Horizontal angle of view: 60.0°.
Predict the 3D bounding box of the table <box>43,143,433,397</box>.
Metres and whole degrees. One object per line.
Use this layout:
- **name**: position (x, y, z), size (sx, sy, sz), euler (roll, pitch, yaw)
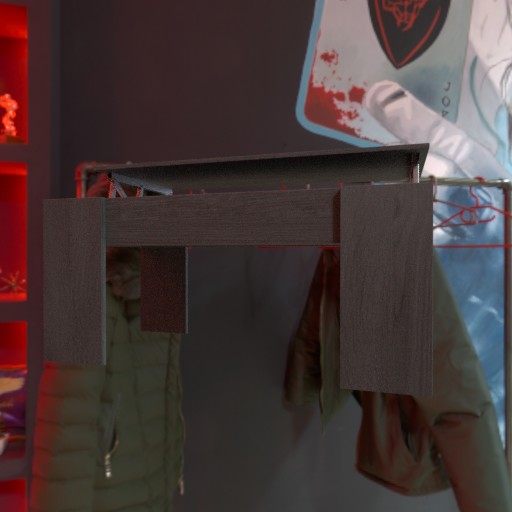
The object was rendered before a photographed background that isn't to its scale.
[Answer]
- **table**: position (0.000, 0.000, 1.394), size (1.000, 0.570, 0.711), euler (0, 0, 18)
